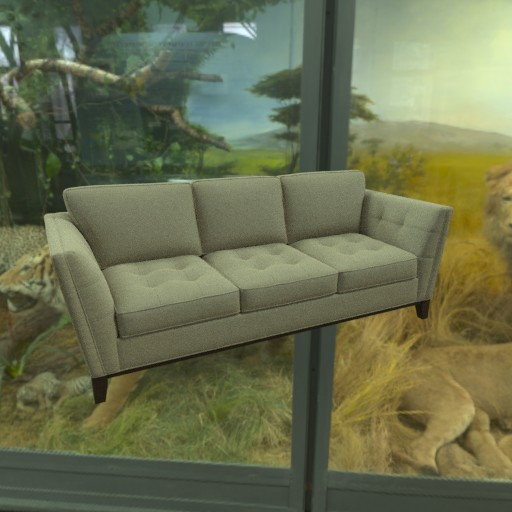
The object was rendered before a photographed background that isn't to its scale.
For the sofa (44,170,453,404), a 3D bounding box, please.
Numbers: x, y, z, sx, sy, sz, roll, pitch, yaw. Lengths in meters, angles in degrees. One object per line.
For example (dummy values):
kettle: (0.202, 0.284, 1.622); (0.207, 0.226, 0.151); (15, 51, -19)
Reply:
sofa: (0.000, 0.000, 2.853); (2.388, 0.940, 0.965); (-8, 19, -25)
